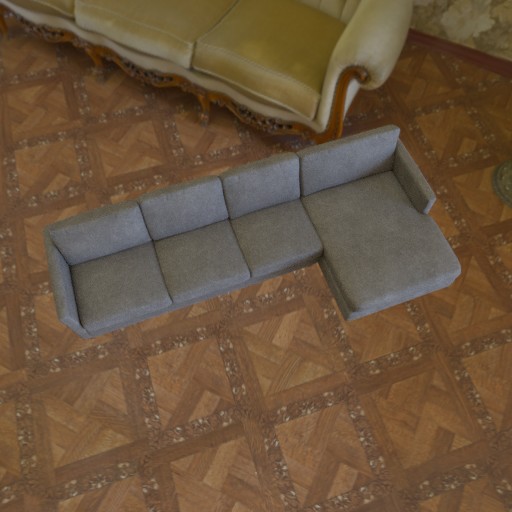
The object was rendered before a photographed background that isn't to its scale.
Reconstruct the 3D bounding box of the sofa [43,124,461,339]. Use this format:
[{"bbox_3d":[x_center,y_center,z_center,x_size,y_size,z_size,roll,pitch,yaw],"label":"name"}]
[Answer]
[{"bbox_3d":[0.000,0.000,4.061,3.471,0.950,1.604,-18,65,-9],"label":"sofa"}]
